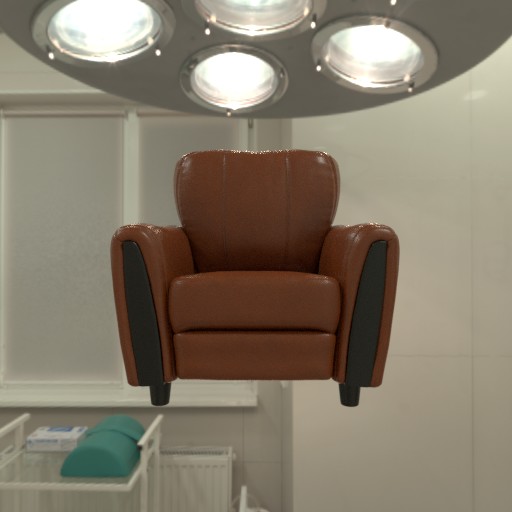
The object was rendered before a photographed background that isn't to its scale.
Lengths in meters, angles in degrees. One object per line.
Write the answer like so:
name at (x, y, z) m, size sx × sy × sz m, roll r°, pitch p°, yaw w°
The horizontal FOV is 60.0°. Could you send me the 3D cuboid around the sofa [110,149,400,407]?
sofa at (0.000, 0.000, 1.593) m, size 0.836 × 0.876 × 0.789 m, roll 0°, pitch -1°, yaw 1°
